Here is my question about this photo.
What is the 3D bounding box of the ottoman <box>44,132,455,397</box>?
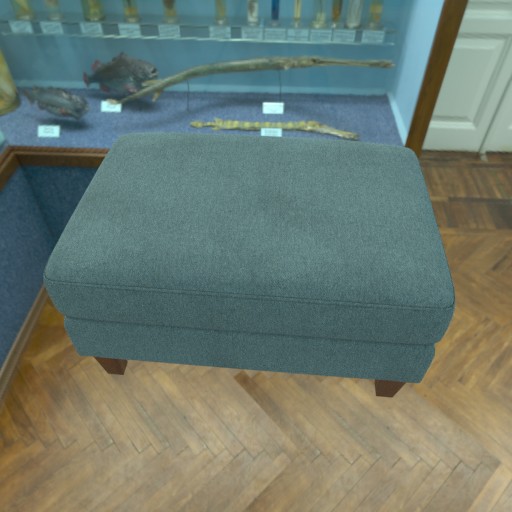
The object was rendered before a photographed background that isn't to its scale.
[{"bbox_3d":[0.000,0.000,1.193,0.864,0.483,0.584,4,47,4],"label":"ottoman"}]
